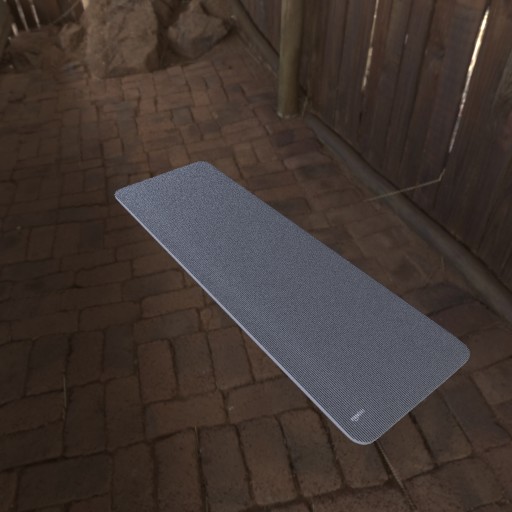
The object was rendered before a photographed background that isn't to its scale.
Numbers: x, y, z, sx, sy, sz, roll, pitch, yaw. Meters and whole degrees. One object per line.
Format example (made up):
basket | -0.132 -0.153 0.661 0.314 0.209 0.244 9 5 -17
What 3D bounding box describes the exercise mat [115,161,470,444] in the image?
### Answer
exercise mat | 0.000 0.000 2.075 0.616 0.021 1.884 -27 47 -28
